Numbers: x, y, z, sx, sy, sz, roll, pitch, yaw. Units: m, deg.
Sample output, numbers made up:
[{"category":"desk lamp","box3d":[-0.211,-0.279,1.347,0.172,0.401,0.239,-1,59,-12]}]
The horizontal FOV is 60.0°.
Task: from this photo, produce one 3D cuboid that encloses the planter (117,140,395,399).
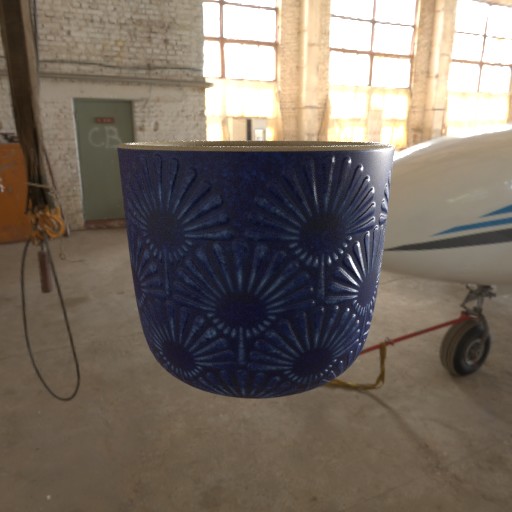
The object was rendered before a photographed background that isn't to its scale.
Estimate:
[{"category":"planter","box3d":[0.000,0.000,0.221,0.124,0.109,0.124,0,16,0]}]
